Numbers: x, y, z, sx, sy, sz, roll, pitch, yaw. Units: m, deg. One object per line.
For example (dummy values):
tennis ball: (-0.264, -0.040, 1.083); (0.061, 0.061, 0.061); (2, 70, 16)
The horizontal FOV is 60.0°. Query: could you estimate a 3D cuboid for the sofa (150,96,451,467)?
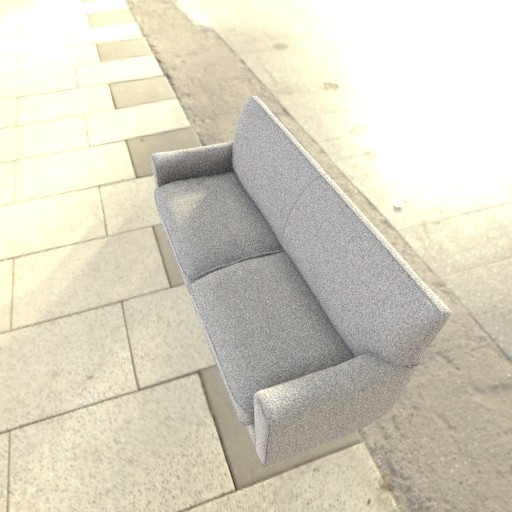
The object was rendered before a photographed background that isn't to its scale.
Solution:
sofa: (0.000, 0.000, 2.552); (0.854, 0.942, 2.026); (-16, 47, -15)
